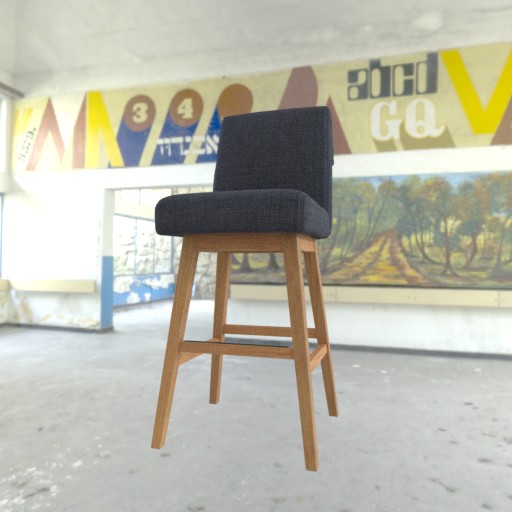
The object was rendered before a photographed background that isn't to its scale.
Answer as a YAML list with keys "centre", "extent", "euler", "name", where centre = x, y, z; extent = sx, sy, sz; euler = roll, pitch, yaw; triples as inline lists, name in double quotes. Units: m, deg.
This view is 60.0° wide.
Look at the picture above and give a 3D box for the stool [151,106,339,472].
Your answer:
- centre: [0.000, 0.000, 1.445]
  extent: [0.483, 1.112, 0.570]
  euler: [0, -1, 17]
  name: "stool"
